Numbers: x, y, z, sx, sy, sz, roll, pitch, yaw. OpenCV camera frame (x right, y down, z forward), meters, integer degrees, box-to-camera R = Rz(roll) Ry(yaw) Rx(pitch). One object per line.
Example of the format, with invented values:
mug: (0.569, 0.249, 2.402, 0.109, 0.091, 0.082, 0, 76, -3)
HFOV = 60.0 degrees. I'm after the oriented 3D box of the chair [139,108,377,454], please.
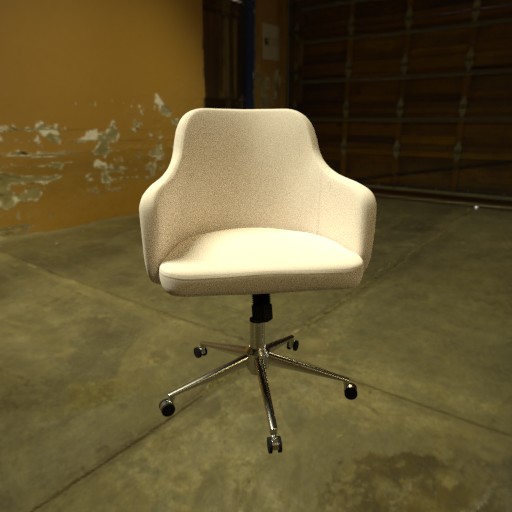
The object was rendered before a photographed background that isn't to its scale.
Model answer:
chair: (0.000, 0.000, 1.260, 0.602, 0.819, 0.647, -2, 16, -8)
